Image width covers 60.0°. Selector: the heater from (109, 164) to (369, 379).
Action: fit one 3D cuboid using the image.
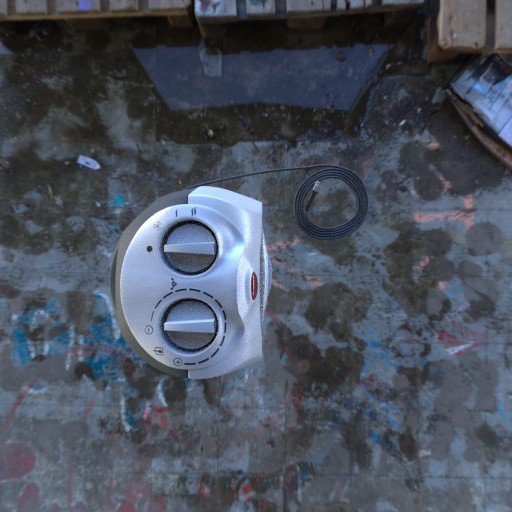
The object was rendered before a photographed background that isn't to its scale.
[{"bbox_3d":[0.000,0.000,0.464,0.291,0.240,0.239,0,90,1],"label":"heater"}]
